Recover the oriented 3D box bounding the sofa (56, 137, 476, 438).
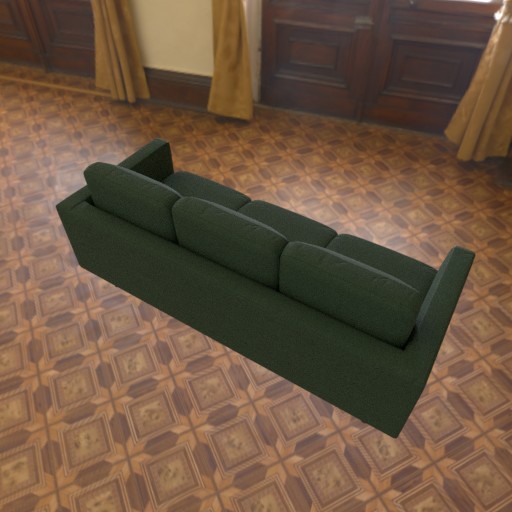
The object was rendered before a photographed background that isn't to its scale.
[{"bbox_3d":[0.000,0.000,2.445,2.029,0.899,0.879,24,50,22],"label":"sofa"}]
